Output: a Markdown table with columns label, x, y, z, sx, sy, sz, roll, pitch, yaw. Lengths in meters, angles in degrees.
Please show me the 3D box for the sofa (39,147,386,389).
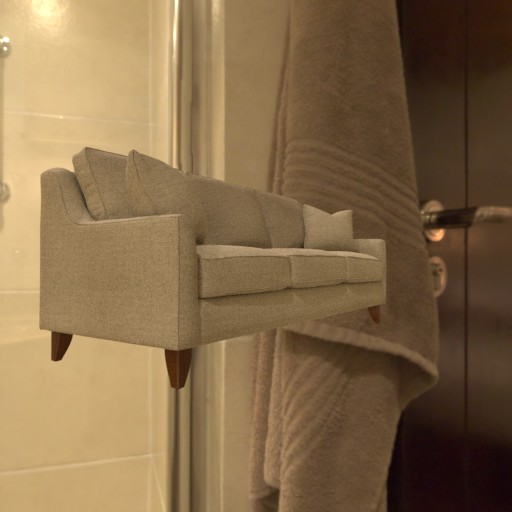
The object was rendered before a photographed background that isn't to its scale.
| label | x | y | z | sx | sy | sz | roll | pitch | yaw |
| --- | --- | --- | --- | --- | --- | --- | --- | --- | --- |
| sofa | 0.000 | 0.000 | 2.471 | 0.865 | 0.914 | 2.031 | 0 | -1 | 35 |
